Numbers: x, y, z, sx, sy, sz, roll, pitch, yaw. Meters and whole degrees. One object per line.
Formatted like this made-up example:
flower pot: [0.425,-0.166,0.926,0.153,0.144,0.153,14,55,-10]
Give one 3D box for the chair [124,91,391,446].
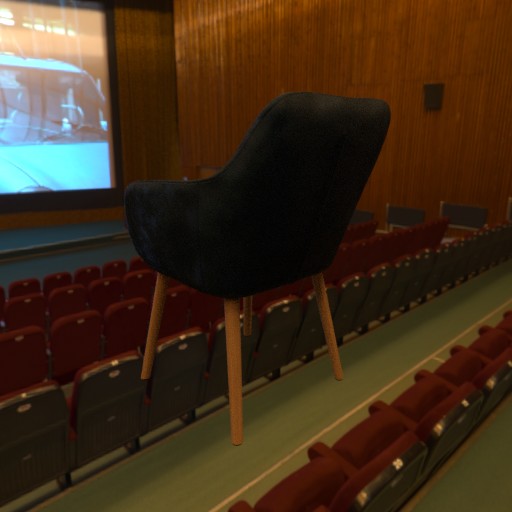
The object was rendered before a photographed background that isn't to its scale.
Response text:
chair: [0.000,0.000,1.250,0.578,0.826,0.573,-15,21,-42]
